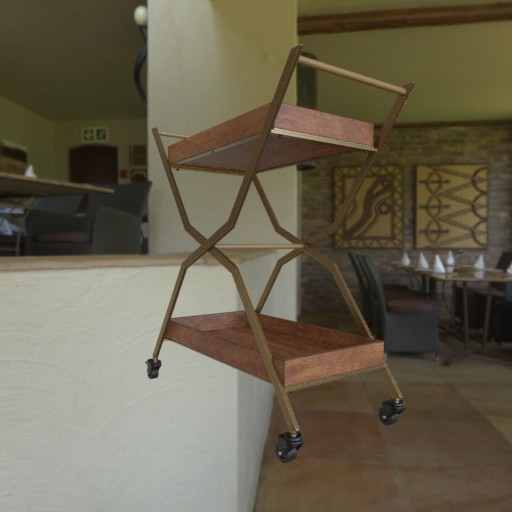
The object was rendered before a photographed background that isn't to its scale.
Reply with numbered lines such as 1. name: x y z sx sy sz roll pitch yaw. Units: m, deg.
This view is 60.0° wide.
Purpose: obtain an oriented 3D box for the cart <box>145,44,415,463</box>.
1. cart: 0.000 0.000 1.342 0.405 0.869 0.836 -1 2 -35
